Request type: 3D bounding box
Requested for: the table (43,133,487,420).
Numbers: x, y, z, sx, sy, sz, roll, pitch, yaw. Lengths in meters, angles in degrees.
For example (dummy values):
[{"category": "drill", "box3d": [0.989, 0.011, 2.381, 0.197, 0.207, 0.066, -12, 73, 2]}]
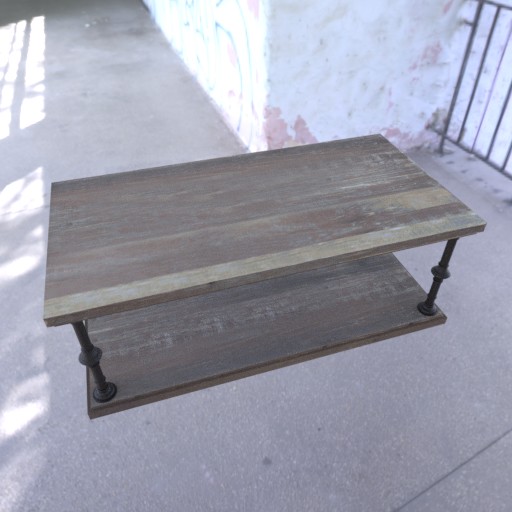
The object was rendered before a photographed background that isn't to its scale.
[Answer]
[{"category": "table", "box3d": [0.000, 0.000, 1.359, 1.088, 0.399, 0.554, -12, 42, -13]}]
